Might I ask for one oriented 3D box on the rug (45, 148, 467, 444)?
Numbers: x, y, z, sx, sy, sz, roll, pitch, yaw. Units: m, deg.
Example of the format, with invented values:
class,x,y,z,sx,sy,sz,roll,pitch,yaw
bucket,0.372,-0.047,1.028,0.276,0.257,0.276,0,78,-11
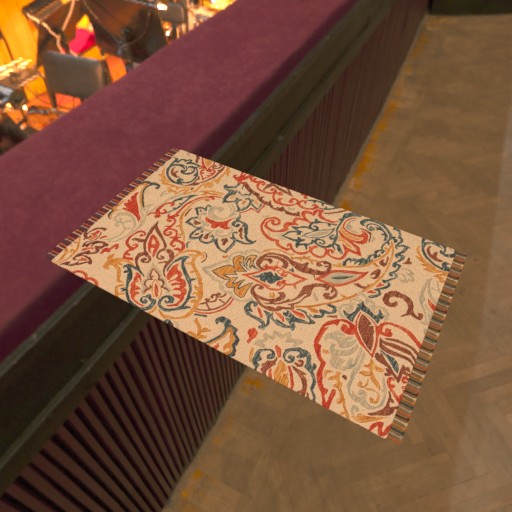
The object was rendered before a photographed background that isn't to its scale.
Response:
class,x,y,z,sx,sy,sz,roll,pitch,yaw
rug,0.000,0.000,3.137,2.584,0.010,1.523,23,53,19
